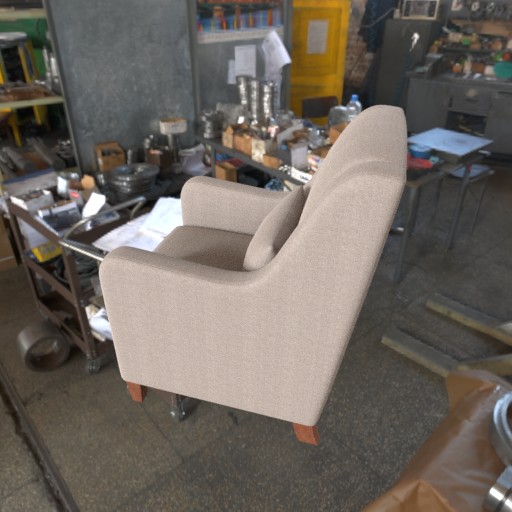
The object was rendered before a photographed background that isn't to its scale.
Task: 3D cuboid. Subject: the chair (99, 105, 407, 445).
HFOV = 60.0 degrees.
[{"bbox_3d":[0.000,0.000,1.609,0.890,1.017,0.715,8,32,13],"label":"chair"}]
